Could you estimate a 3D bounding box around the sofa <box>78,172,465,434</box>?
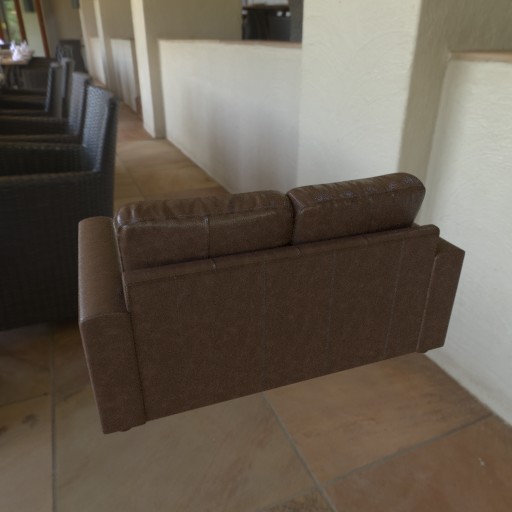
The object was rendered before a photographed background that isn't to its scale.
[{"bbox_3d":[0.000,0.000,2.186,1.616,0.873,1.016,-9,28,-18],"label":"sofa"}]
